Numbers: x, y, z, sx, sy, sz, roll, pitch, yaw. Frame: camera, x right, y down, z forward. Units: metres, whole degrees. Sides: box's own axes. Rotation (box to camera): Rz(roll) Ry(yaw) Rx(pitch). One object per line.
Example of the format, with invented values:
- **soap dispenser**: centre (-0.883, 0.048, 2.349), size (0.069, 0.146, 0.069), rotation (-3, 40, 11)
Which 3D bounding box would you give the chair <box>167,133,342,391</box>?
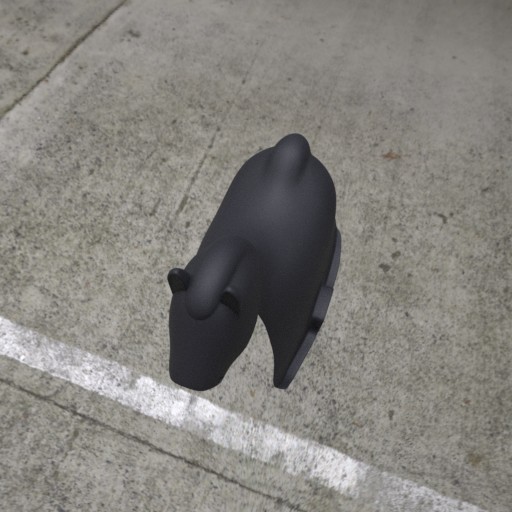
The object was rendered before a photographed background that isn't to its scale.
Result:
- **chair**: centre (0.000, 0.000, 1.153), size (0.429, 0.612, 0.800), rotation (17, 58, 11)
